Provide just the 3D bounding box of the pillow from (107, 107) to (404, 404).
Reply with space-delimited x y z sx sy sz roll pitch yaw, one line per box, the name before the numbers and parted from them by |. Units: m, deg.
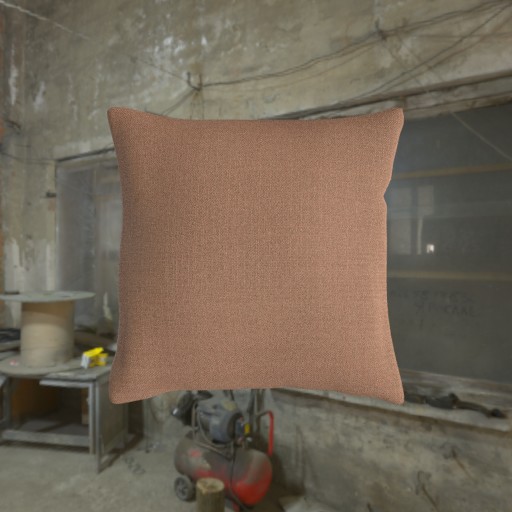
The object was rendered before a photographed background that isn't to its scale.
pillow | 0.000 0.000 0.725 0.478 0.479 0.158 0 0 -1
